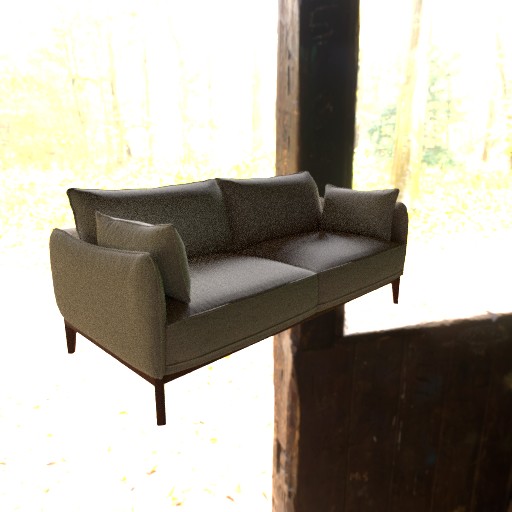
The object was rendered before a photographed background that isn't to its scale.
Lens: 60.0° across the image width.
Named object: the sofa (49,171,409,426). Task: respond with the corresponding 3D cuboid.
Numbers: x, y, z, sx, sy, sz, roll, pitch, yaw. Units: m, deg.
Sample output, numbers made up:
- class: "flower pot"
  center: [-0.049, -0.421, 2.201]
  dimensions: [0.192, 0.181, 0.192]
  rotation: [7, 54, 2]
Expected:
- class: "sofa"
  center: [0.000, 0.000, 2.553]
  dimensions: [1.989, 0.860, 0.991]
  rotation: [-14, 21, -43]
